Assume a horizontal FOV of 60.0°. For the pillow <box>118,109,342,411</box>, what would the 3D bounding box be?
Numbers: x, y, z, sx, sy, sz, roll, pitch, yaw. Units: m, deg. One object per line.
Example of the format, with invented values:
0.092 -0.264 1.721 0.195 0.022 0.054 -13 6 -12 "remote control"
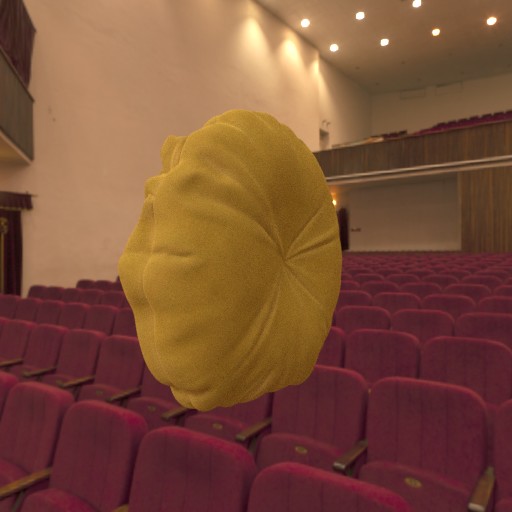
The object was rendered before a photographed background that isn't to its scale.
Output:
0.000 0.000 0.651 0.148 0.407 0.428 0 0 36 "pillow"
